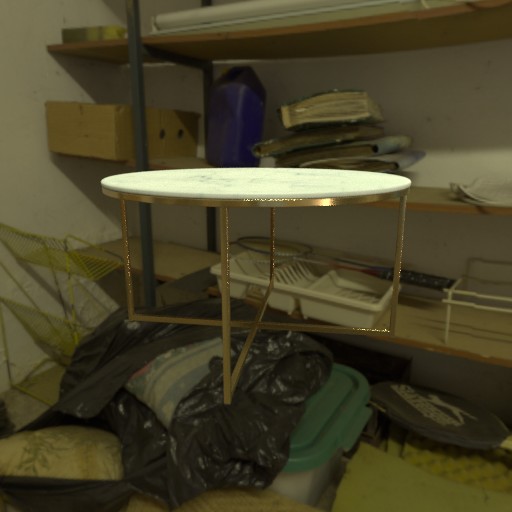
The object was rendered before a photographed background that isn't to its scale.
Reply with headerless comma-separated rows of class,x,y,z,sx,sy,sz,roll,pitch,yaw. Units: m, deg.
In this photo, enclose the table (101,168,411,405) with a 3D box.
table,0.000,0.000,1.261,0.800,0.450,0.800,0,14,0
